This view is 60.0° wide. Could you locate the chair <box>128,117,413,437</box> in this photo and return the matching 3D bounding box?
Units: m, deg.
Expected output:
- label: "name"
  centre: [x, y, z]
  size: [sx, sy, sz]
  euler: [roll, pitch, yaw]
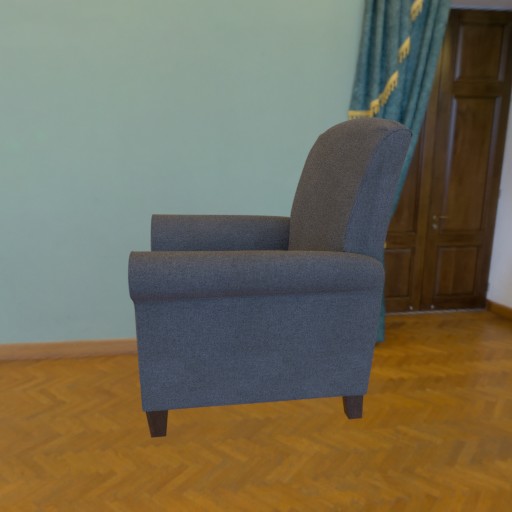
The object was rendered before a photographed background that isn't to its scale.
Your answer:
- label: "chair"
  centre: [0.000, 0.000, 1.770]
  size: [0.905, 1.061, 0.978]
  euler: [-2, 13, -8]
